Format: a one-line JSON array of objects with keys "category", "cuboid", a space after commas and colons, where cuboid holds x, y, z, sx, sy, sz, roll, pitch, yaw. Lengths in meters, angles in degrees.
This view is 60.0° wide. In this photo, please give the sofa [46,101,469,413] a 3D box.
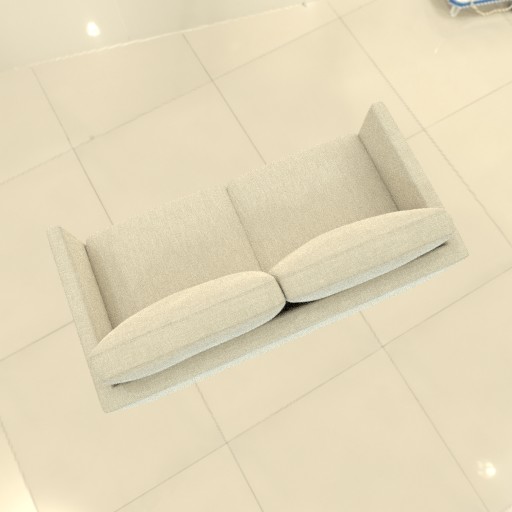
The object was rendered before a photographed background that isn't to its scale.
[{"category": "sofa", "cuboid": [0.000, 0.000, 2.379, 1.838, 0.963, 0.950, -22, 76, -6]}]
